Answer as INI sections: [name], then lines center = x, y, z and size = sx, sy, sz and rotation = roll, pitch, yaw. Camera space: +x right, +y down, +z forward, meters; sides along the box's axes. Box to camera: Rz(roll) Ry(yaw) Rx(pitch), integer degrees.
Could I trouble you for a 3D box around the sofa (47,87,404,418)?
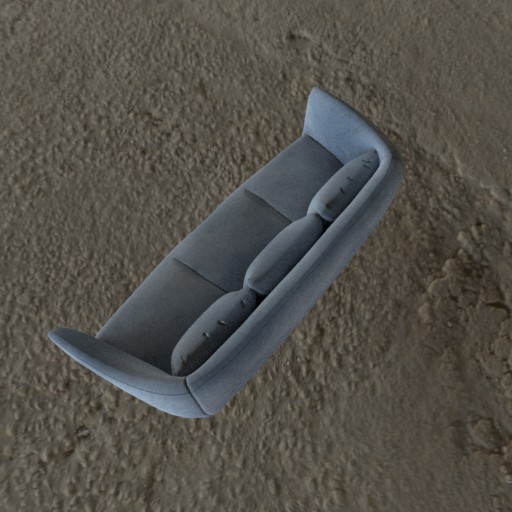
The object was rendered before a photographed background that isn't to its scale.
[sofa]
center = 0.000, 0.000, 2.548
size = 0.849, 0.795, 2.095
rotation = 37, 69, 17
